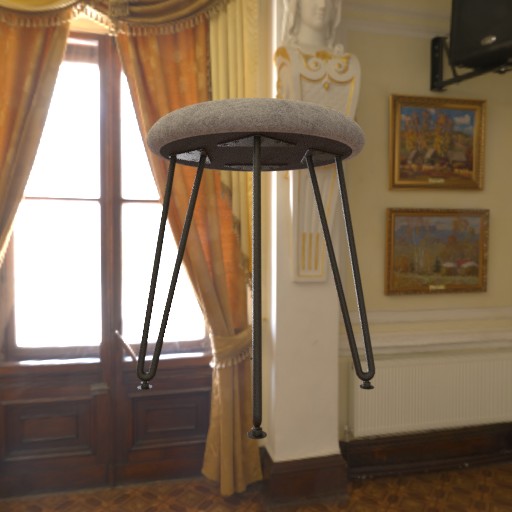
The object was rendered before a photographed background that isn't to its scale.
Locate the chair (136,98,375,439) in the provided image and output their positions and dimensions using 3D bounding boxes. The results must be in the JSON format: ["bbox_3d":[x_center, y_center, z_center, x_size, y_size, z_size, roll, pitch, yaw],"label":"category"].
[{"bbox_3d":[0.000,0.000,0.646,0.350,0.386,0.350,0,1,0],"label":"chair"}]
